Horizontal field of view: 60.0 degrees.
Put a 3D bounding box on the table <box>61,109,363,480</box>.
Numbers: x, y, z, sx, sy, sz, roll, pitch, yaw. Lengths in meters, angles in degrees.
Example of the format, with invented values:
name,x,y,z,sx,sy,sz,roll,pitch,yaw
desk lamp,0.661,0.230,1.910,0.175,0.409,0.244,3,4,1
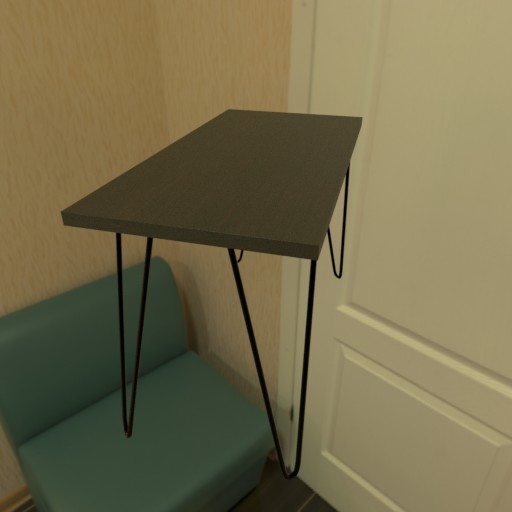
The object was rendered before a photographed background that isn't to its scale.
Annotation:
name,x,y,z,sx,sy,sz,roll,pitch,yaw
table,0.000,0.000,1.369,0.499,0.660,0.991,8,31,14
